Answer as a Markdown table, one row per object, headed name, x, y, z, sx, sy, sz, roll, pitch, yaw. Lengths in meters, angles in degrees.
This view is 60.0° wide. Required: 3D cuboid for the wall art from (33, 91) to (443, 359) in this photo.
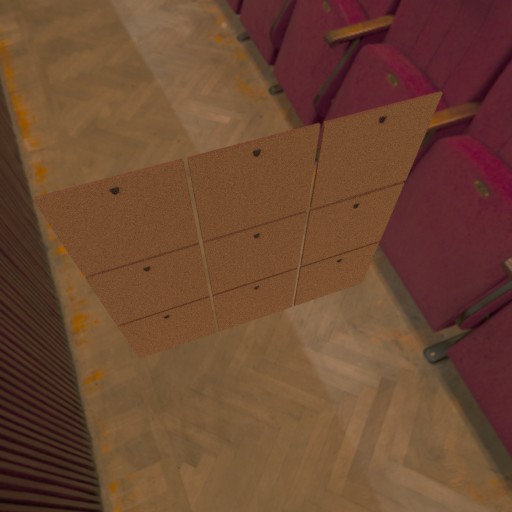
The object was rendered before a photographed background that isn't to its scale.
| name | x | y | z | sx | sy | sz | roll | pitch | yaw |
| --- | --- | --- | --- | --- | --- | --- | --- | --- | --- |
| wall art | 0.000 | 0.000 | 2.219 | 1.533 | 1.532 | 0.019 | -17 | 60 | -11 |
